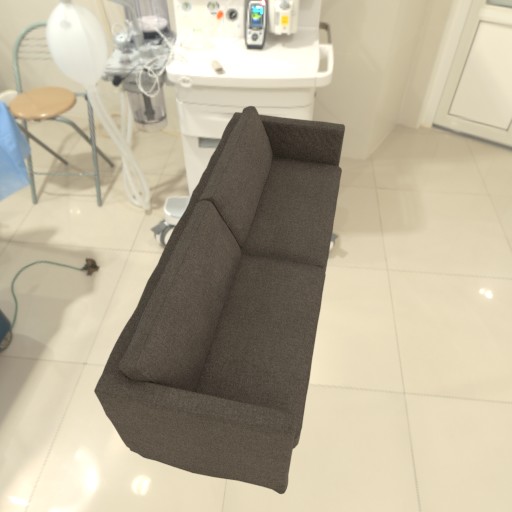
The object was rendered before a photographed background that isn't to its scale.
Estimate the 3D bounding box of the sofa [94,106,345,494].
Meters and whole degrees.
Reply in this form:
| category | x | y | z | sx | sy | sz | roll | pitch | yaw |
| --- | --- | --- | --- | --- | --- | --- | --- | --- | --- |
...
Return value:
| category | x | y | z | sx | sy | sz | roll | pitch | yaw |
| --- | --- | --- | --- | --- | --- | --- | --- | --- | --- |
| sofa | 0.000 | 0.000 | 3.236 | 1.036 | 0.998 | 2.779 | 9 | 48 | 9 |
